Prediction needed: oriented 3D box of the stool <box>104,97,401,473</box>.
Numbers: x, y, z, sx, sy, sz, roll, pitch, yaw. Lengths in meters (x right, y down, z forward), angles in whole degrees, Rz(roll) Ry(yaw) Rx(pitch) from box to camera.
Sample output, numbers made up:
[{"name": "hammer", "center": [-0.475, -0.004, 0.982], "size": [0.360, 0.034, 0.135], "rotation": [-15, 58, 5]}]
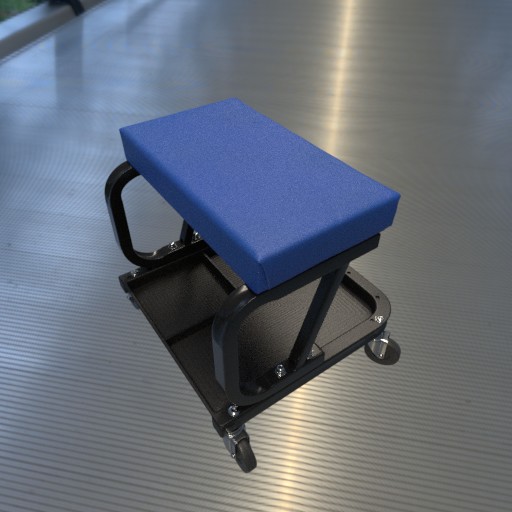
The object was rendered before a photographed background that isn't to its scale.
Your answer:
[{"name": "stool", "center": [0.000, 0.000, 0.731], "size": [0.371, 0.380, 0.446], "rotation": [-25, 47, -26]}]
